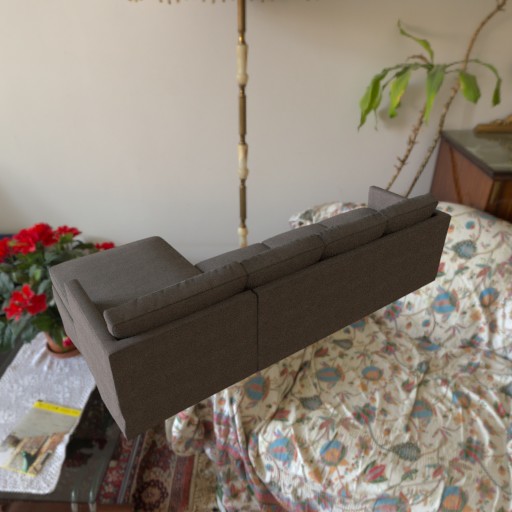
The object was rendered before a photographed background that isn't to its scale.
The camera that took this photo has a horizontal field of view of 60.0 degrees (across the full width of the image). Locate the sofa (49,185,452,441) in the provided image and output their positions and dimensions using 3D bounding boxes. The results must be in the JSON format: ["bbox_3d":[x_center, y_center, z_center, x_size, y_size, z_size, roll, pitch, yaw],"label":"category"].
[{"bbox_3d":[0.000,0.000,3.925,3.205,0.922,1.650,-20,36,-30],"label":"sofa"}]
